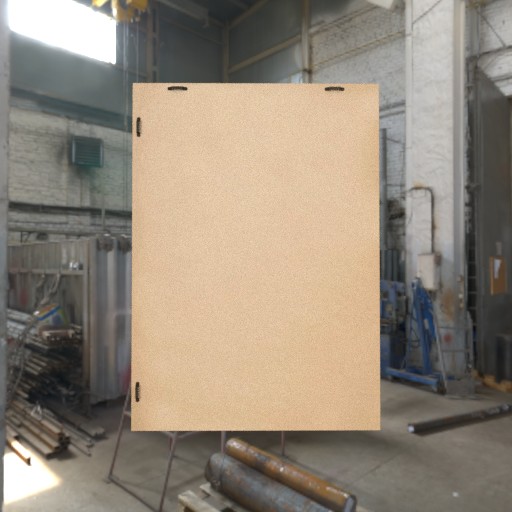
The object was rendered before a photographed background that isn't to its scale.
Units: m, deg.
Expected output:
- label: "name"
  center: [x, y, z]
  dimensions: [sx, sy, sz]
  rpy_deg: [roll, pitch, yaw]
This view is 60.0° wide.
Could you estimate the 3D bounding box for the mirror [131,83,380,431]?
- label: "mirror"
  center: [0.000, 0.000, 0.921]
  dimensions: [0.507, 0.710, 0.040]
  rpy_deg: [0, -1, 0]
